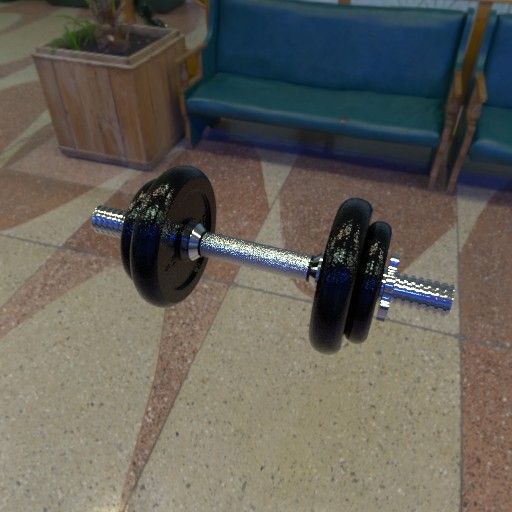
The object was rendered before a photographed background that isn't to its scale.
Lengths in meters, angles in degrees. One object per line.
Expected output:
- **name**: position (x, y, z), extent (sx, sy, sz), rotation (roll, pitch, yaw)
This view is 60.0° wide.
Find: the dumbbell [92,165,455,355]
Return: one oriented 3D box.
- **dumbbell**: position (0.000, 0.000, 0.597), extent (0.497, 0.202, 0.202), rotation (13, 43, 15)
